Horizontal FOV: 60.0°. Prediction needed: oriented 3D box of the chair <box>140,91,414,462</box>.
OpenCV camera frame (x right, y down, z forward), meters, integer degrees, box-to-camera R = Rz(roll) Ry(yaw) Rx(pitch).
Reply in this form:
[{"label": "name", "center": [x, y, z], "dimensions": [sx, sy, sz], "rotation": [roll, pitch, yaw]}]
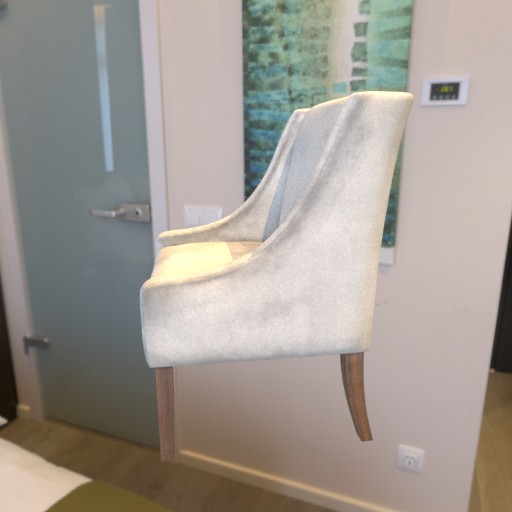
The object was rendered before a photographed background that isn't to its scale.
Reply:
[{"label": "chair", "center": [0.000, 0.000, 1.333], "dimensions": [0.629, 0.895, 0.629], "rotation": [-2, 15, -8]}]
